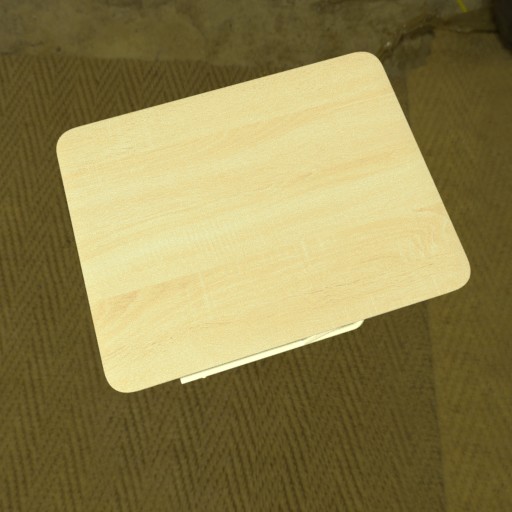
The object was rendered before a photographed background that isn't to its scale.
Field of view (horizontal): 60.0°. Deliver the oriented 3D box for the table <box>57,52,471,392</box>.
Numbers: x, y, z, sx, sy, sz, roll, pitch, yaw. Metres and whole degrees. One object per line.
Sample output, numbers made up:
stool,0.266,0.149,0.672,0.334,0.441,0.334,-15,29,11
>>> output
table,0.000,0.000,0.858,0.480,0.550,0.370,-17,76,-4
